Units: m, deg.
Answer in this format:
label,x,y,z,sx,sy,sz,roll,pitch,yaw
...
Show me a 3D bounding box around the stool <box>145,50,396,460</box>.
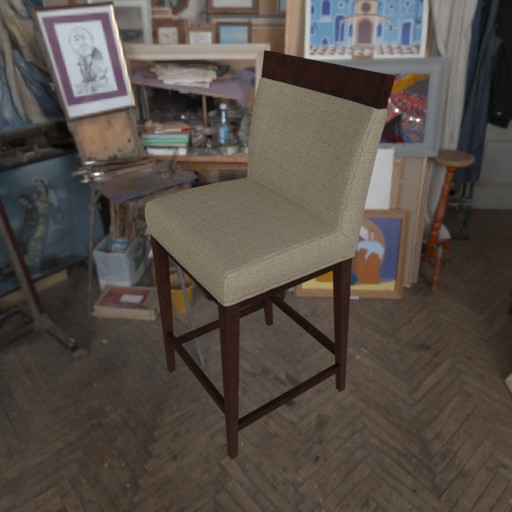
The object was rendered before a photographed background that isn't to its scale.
label,x,y,z,sx,sy,sz,roll,pitch,yaw
stool,0.000,0.000,1.279,0.480,1.011,0.463,-20,38,-29
